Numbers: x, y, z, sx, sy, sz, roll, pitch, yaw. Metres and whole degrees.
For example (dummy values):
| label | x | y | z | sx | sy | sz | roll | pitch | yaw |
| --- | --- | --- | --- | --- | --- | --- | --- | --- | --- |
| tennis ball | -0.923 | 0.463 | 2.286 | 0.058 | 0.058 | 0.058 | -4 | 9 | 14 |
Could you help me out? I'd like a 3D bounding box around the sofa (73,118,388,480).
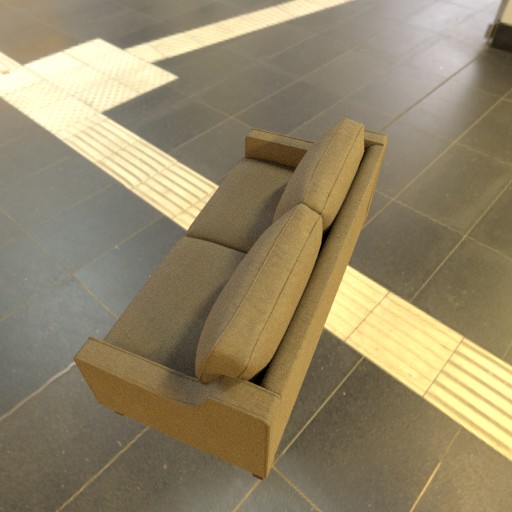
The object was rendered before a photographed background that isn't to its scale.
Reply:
| label | x | y | z | sx | sy | sz | roll | pitch | yaw |
| --- | --- | --- | --- | --- | --- | --- | --- | --- | --- |
| sofa | 0.000 | 0.000 | 2.783 | 1.073 | 1.074 | 2.181 | 17 | 50 | 15 |
